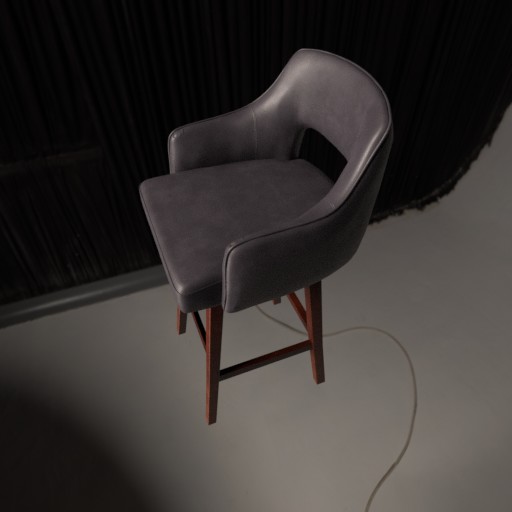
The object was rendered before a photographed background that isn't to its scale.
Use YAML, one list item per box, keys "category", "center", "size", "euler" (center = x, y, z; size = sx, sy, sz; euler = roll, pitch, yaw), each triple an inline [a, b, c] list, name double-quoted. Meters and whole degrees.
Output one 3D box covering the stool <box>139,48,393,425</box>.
- category: "stool"
  center: [0.000, 0.000, 1.331]
  size: [0.560, 1.041, 0.550]
  euler: [-16, 47, -15]
